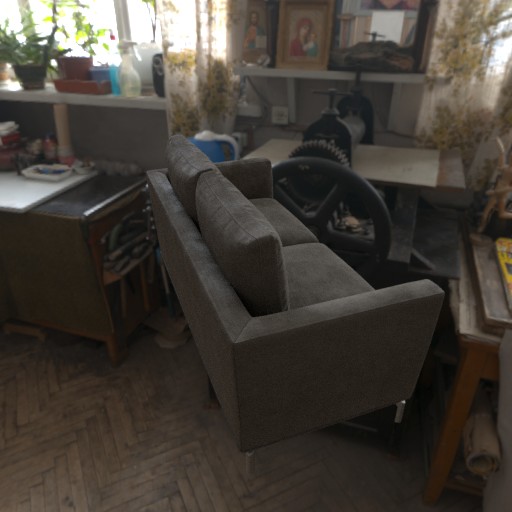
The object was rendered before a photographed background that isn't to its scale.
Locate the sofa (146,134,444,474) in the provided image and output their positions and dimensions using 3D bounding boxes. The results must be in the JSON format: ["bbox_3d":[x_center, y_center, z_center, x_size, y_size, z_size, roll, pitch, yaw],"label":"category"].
[{"bbox_3d":[0.000,0.000,2.380,0.855,1.013,1.832,-11,31,-18],"label":"sofa"}]
